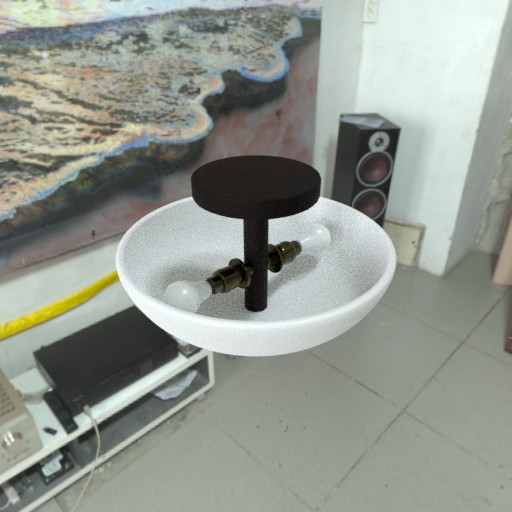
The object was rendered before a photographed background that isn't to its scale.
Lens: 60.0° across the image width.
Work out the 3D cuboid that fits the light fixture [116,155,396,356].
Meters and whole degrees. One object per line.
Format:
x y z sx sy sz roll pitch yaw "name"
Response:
0.000 0.000 0.552 0.331 0.212 0.331 0 30 0 "light fixture"
